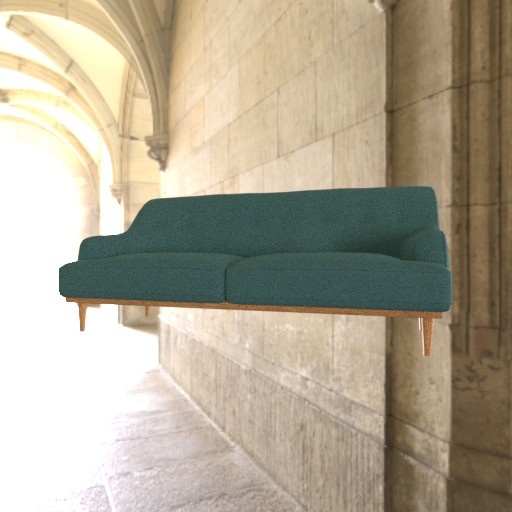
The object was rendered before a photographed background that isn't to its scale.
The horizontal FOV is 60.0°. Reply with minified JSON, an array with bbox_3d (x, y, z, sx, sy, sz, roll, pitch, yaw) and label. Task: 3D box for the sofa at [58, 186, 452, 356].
[{"bbox_3d":[0.000,0.000,2.603,2.057,0.871,0.978,0,0,19],"label":"sofa"}]
